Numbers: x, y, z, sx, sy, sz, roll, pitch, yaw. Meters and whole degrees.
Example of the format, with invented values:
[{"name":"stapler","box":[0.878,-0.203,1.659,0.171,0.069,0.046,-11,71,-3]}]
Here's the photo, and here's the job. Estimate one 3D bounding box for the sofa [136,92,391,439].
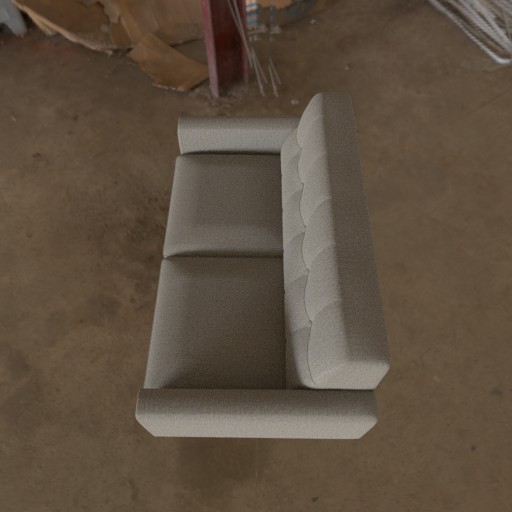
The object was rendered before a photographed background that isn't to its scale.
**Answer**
[{"name":"sofa","box":[0.000,0.000,2.223,0.952,0.925,1.651,1,58,0]}]
